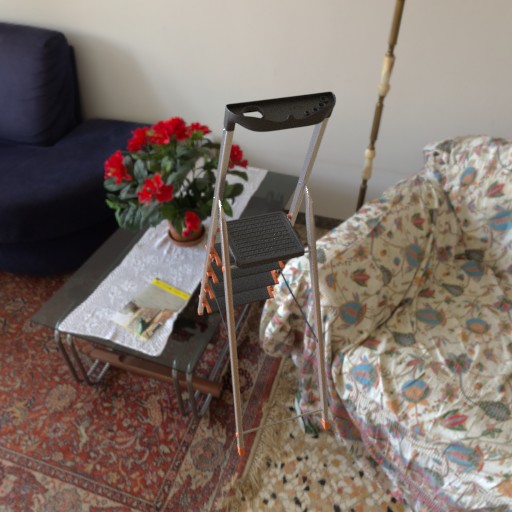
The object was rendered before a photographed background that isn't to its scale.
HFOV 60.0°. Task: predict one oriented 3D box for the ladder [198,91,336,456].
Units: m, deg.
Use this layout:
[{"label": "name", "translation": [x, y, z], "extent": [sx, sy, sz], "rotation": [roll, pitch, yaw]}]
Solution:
[{"label": "ladder", "translation": [0.000, 0.000, 2.033], "extent": [0.480, 1.646, 0.995], "rotation": [-12, 42, -13]}]
